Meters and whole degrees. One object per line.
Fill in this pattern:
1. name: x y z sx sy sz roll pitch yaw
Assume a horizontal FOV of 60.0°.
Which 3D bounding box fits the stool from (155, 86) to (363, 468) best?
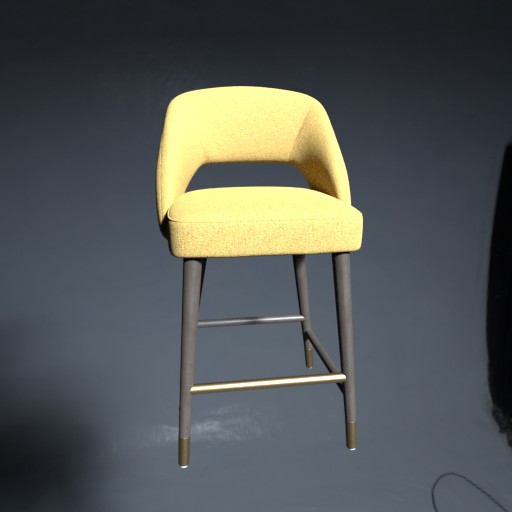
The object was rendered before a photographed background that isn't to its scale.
1. stool: 0.000 0.000 1.252 0.536 0.939 0.522 -2 16 -8
